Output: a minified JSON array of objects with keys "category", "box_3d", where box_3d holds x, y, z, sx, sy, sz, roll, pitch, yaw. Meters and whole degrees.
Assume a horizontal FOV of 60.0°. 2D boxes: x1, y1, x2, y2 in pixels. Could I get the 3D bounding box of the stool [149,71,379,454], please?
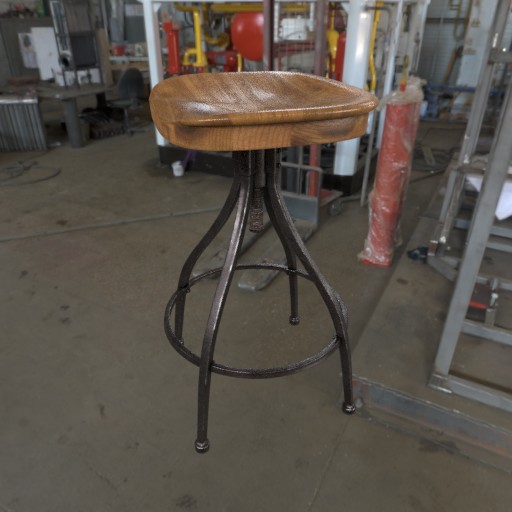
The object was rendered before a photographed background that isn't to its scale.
[{"category":"stool","box_3d":[0.000,0.000,0.960,0.424,0.694,0.432,-9,30,-15]}]
